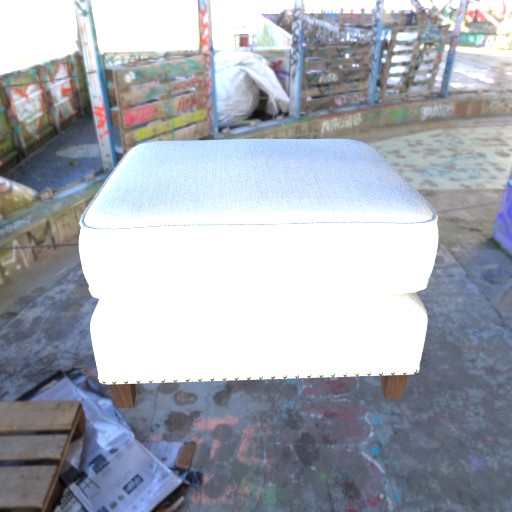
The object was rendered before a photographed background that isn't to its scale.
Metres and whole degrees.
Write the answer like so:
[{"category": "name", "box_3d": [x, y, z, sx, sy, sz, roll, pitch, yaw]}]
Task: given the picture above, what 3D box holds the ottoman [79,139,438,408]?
[{"category": "ottoman", "box_3d": [0.000, 0.000, 1.165, 0.738, 0.537, 0.589, -1, 30, -2]}]
